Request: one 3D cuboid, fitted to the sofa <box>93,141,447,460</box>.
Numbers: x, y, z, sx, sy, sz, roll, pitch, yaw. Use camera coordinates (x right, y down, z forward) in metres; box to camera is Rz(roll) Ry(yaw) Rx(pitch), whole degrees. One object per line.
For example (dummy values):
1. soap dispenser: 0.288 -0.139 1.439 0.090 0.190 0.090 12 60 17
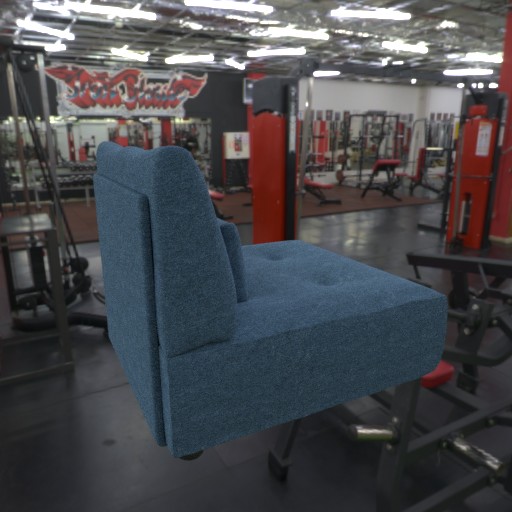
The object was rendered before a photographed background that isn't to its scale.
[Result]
1. sofa: 0.000 0.000 1.645 1.000 0.820 0.930 -8 17 -26
